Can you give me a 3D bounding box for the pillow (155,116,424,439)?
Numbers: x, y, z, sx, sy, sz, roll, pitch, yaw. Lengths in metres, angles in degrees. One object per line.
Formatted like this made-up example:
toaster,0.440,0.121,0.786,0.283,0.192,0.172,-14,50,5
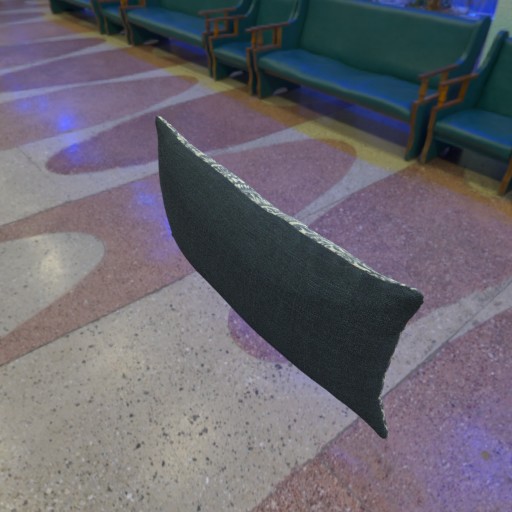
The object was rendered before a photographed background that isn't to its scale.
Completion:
pillow,0.000,0.000,0.754,0.148,0.292,0.631,-27,47,-28
